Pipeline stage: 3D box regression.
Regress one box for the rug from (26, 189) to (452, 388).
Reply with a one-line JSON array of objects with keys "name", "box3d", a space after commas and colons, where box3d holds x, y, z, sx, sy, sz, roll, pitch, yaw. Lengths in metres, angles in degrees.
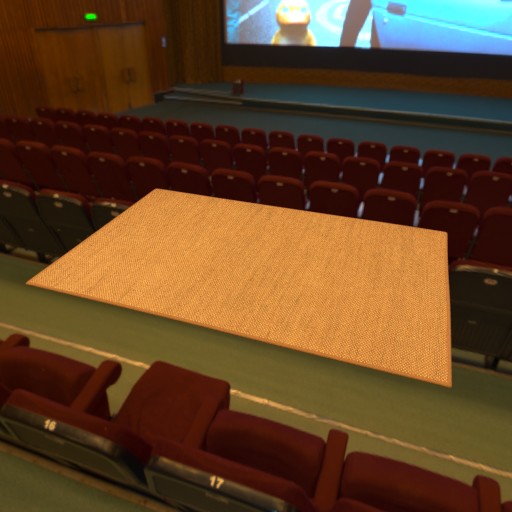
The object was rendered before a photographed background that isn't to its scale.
[{"name": "rug", "box3d": [0.000, 0.000, 2.035, 1.668, 0.012, 1.061, 11, 33, 17]}]
